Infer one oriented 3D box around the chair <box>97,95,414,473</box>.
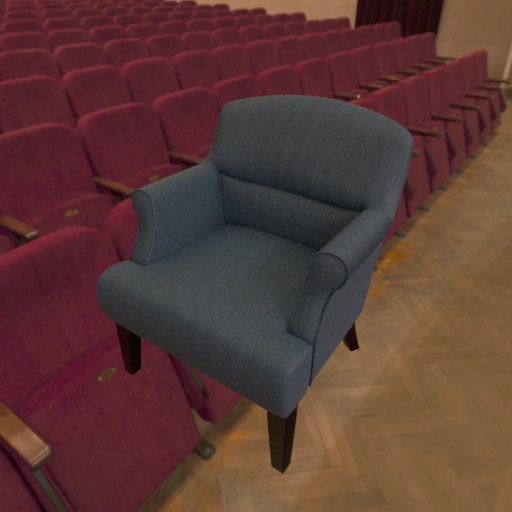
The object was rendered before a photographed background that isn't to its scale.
[{"bbox_3d":[0.000,0.000,1.437,0.770,0.878,0.754,21,37,30],"label":"chair"}]
